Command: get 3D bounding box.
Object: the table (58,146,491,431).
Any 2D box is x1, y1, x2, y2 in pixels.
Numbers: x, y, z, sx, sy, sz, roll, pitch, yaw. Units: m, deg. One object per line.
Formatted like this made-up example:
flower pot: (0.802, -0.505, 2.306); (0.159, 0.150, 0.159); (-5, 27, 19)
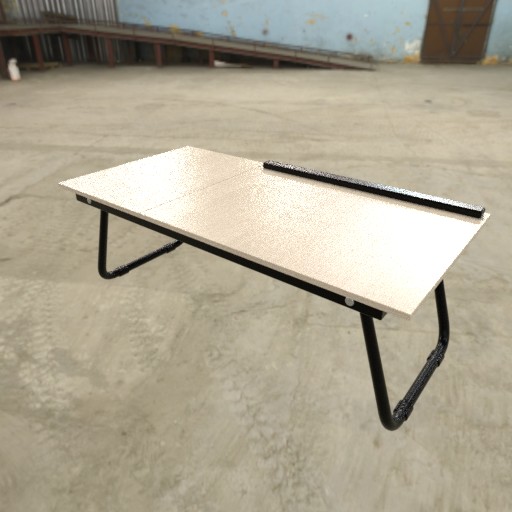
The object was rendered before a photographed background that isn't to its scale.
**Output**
table: (0.000, 0.000, 0.777); (0.644, 0.242, 0.322); (20, 35, 33)
